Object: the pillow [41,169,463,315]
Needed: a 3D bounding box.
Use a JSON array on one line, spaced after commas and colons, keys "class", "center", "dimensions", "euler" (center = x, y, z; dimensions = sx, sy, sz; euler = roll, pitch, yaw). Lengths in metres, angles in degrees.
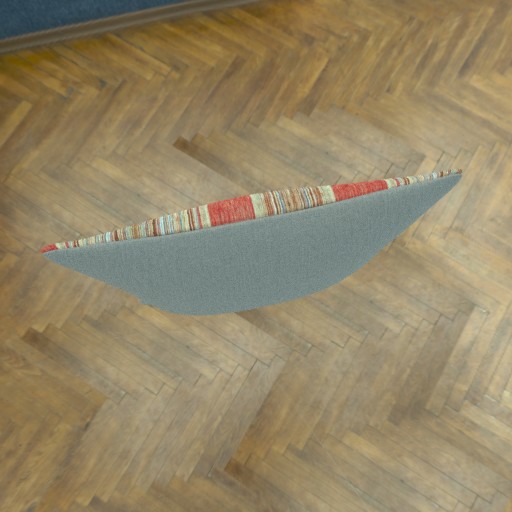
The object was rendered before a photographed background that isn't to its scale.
[{"class": "pillow", "center": [0.000, 0.000, 0.639], "dimensions": [0.437, 0.419, 0.136], "euler": [-11, 78, -2]}]
